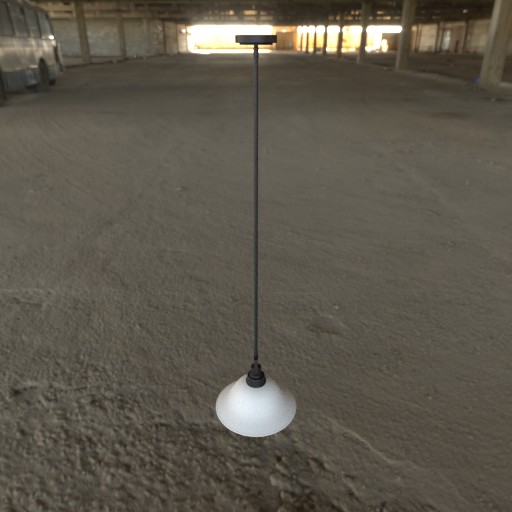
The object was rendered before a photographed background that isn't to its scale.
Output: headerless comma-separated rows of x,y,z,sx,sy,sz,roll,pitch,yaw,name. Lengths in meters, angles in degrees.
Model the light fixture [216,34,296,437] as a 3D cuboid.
0.000,0.000,1.499,0.324,1.337,0.324,0,26,0,light fixture
